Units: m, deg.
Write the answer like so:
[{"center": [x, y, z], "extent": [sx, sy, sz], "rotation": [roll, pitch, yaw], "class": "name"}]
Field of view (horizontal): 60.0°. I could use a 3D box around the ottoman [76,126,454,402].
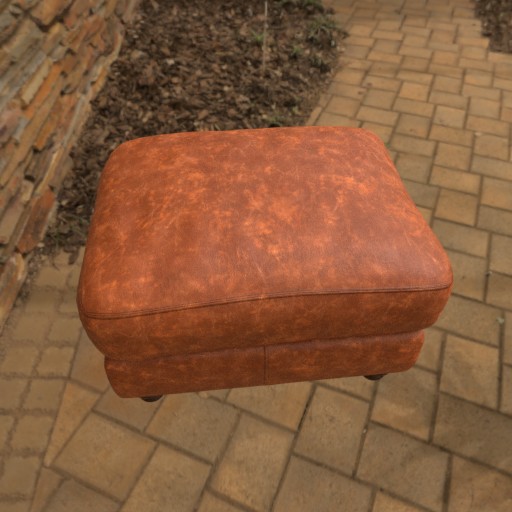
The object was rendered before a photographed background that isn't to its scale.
[{"center": [0.000, 0.000, 1.247], "extent": [0.832, 0.562, 0.657], "rotation": [-4, 47, -4], "class": "ottoman"}]
